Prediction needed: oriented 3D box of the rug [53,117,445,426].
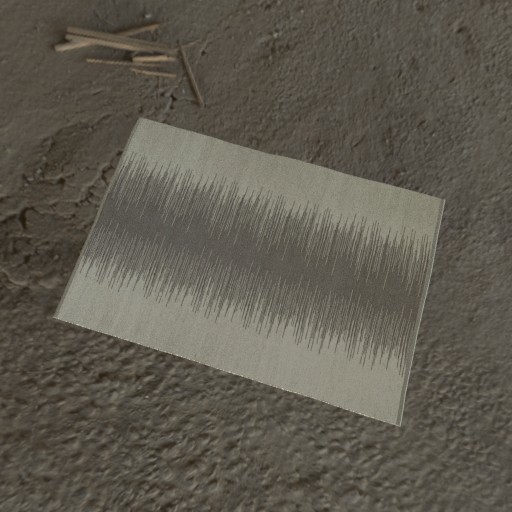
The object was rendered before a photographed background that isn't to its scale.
[{"bbox_3d":[0.000,0.000,2.354,1.815,0.007,1.226,16,74,5],"label":"rug"}]
